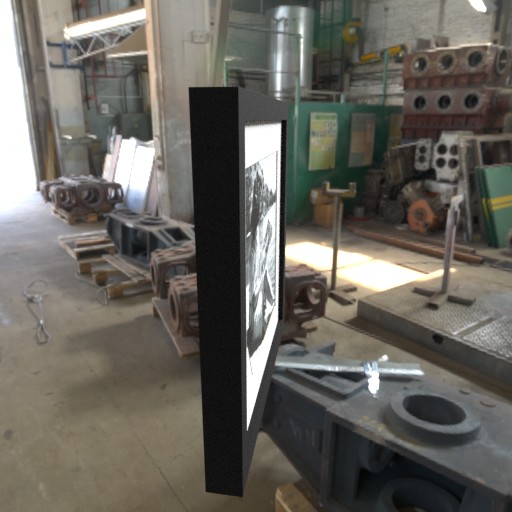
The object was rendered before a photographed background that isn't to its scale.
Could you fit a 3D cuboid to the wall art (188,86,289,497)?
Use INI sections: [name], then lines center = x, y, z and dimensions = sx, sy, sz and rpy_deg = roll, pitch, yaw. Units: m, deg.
[wall art]
center = 0.000, 0.000, 0.454
dimensions = 0.030, 0.305, 0.308
rpy_deg = 3, 18, 9
